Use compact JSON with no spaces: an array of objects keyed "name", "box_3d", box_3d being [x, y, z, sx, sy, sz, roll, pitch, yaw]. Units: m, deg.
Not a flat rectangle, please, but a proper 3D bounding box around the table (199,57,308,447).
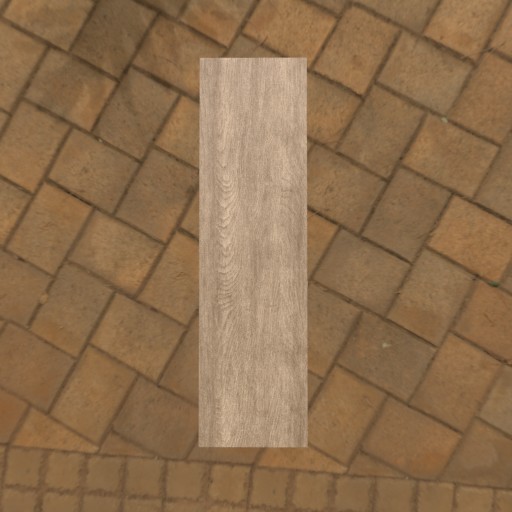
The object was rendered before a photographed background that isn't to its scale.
[{"name":"table","box_3d":[0.000,0.000,1.594,0.256,1.135,0.902,0,89,0]}]
